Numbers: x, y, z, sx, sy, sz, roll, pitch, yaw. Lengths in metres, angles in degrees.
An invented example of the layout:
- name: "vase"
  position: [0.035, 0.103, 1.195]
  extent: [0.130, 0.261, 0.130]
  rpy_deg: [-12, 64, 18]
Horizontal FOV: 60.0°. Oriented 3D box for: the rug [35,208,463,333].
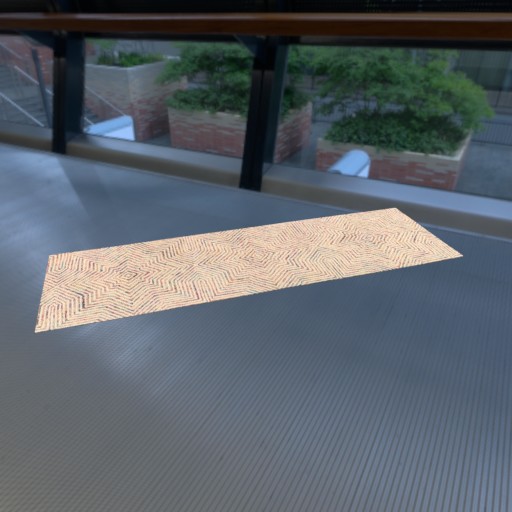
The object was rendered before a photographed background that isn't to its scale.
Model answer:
- name: "rug"
  position: [0.000, 0.000, 2.736]
  extent: [2.443, 0.009, 0.771]
  rpy_deg: [-9, 32, -15]
